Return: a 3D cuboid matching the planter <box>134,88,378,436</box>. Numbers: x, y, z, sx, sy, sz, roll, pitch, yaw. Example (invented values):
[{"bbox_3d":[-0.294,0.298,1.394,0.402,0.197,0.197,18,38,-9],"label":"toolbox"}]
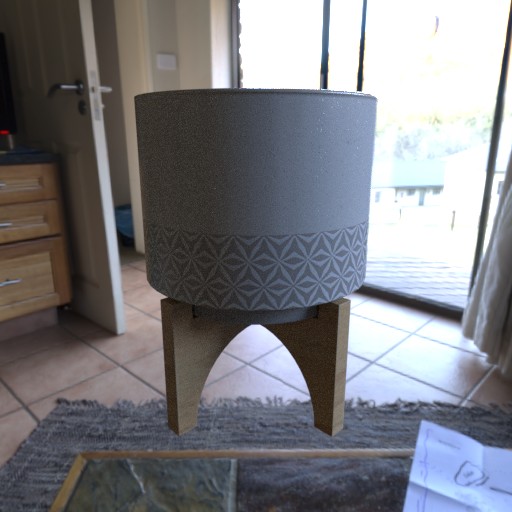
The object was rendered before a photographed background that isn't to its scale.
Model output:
[{"bbox_3d":[0.000,0.000,0.512,0.249,0.343,0.249,0,16,0],"label":"planter"}]
